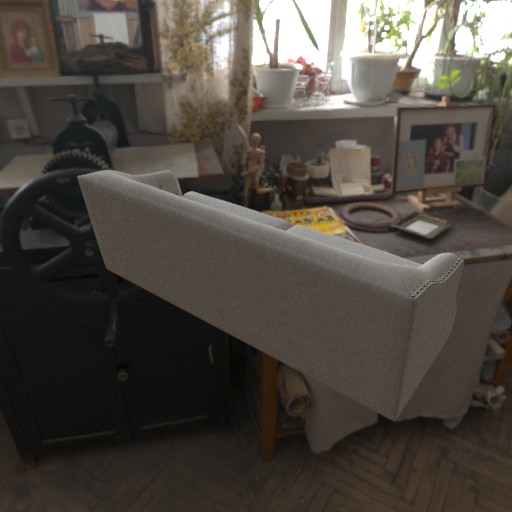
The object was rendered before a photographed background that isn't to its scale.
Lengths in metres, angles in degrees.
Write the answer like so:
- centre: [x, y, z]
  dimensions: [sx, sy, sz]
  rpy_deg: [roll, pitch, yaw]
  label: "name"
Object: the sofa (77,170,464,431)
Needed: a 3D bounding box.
- centre: [0.000, 0.000, 2.751]
  dimensions: [2.235, 0.901, 0.914]
  rpy_deg: [21, 36, 33]
  label: "sofa"
